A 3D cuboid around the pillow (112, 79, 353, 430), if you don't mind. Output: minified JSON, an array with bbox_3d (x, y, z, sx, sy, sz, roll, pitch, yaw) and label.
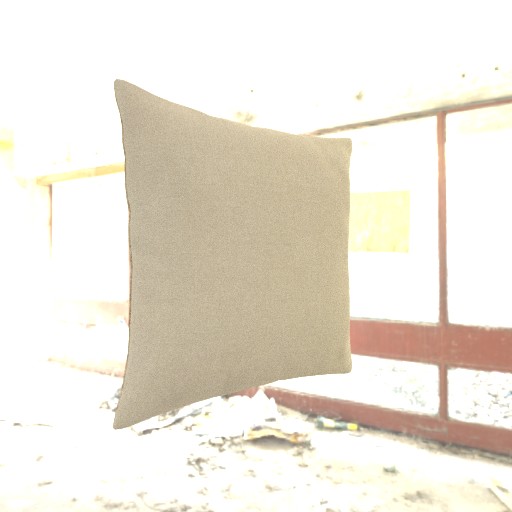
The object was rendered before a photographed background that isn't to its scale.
[{"bbox_3d":[0.000,0.000,0.800,0.523,0.510,0.166,0,-1,-37],"label":"pillow"}]
